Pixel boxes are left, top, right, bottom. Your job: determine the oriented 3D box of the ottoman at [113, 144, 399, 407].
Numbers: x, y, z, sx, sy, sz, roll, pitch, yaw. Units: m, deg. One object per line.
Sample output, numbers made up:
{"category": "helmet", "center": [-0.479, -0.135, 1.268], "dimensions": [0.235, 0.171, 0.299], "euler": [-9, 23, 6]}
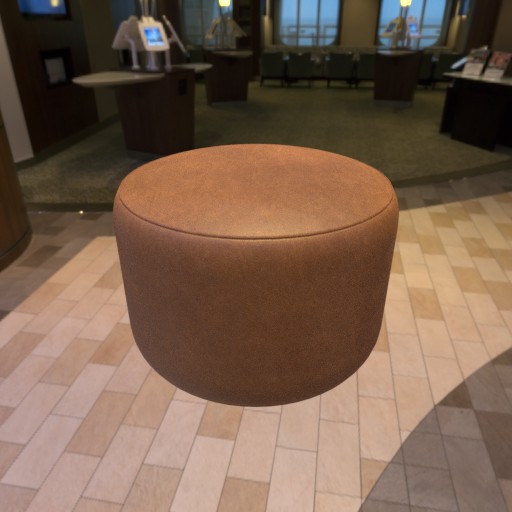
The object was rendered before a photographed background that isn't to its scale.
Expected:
{"category": "ottoman", "center": [0.000, 0.000, 1.040], "dimensions": [0.607, 0.438, 0.607], "euler": [0, 28, 0]}
